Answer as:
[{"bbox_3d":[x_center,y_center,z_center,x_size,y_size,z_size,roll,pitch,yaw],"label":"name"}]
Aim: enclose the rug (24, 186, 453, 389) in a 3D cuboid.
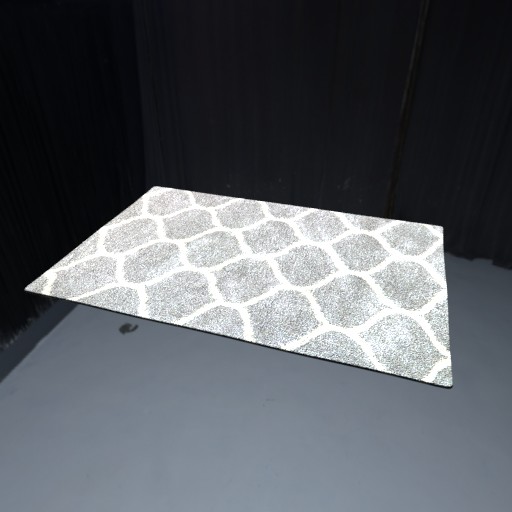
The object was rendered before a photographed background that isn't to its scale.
[{"bbox_3d":[0.000,0.000,3.333,2.701,0.026,1.801,10,34,15],"label":"rug"}]
